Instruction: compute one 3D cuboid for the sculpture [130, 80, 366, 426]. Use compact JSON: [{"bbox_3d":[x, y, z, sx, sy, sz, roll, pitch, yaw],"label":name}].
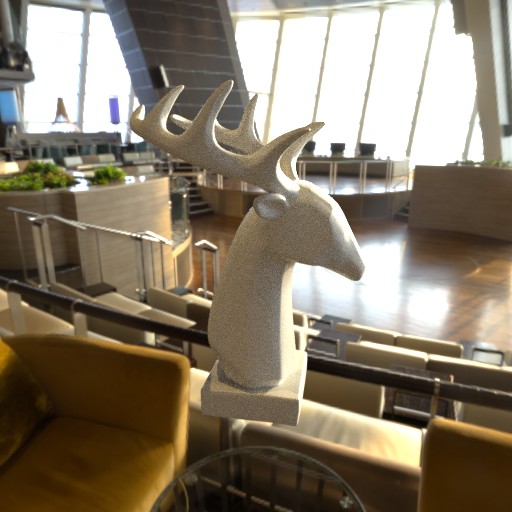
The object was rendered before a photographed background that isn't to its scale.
[{"bbox_3d":[0.000,0.000,0.462,0.224,0.329,0.174,3,17,10],"label":"sculpture"}]
